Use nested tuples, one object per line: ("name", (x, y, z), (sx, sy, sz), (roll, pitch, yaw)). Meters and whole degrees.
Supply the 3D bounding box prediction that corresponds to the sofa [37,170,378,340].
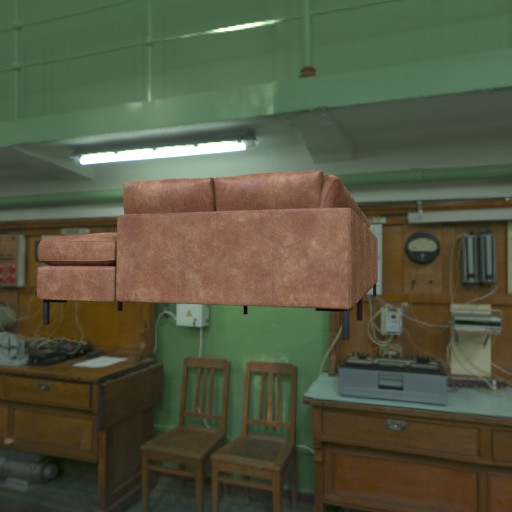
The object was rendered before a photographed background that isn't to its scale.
("sofa", (0.000, 0.000, 3.873), (1.938, 0.877, 2.984), (0, -1, 18))
